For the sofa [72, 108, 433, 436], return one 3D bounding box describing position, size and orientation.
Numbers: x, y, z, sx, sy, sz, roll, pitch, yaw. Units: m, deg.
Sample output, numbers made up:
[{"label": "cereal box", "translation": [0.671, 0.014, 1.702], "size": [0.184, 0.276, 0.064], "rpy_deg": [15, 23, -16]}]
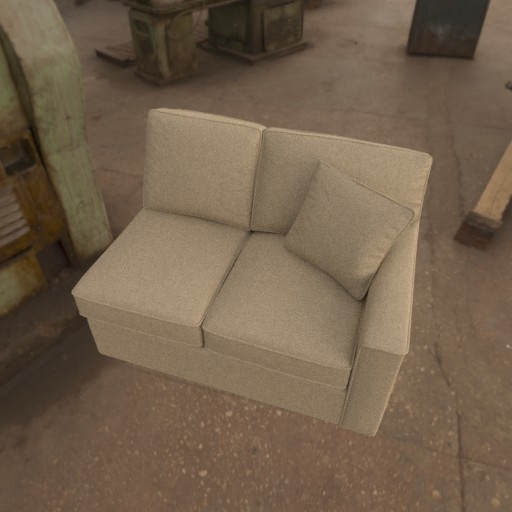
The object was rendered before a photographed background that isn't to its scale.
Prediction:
[{"label": "sofa", "translation": [0.000, 0.000, 2.073], "size": [1.388, 0.989, 0.991], "rpy_deg": [13, 43, 14]}]
